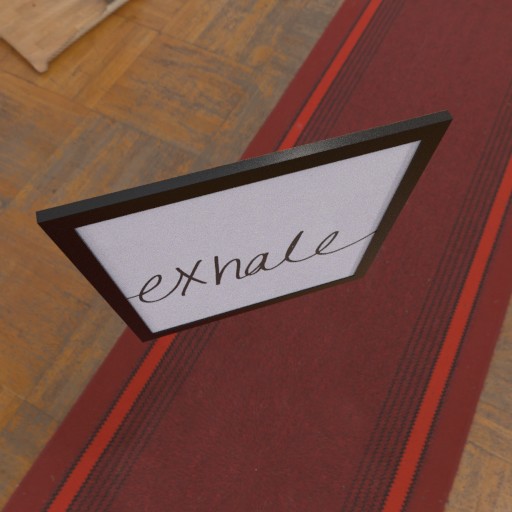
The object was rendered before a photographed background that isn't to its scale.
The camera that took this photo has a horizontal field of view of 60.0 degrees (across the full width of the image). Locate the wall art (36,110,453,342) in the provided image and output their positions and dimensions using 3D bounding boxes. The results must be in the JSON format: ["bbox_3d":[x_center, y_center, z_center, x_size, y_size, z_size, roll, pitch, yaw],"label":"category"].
[{"bbox_3d":[0.000,0.000,0.657,0.446,0.445,0.014,-16,65,-7],"label":"wall art"}]
